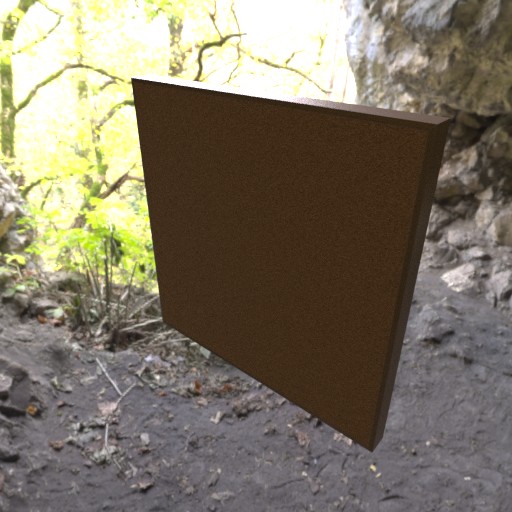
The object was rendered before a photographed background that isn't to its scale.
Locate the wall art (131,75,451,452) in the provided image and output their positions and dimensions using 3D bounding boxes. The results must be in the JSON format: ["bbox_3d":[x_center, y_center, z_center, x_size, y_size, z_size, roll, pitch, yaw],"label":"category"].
[{"bbox_3d":[0.000,0.000,0.730,0.513,0.511,0.038,23,37,34],"label":"wall art"}]
